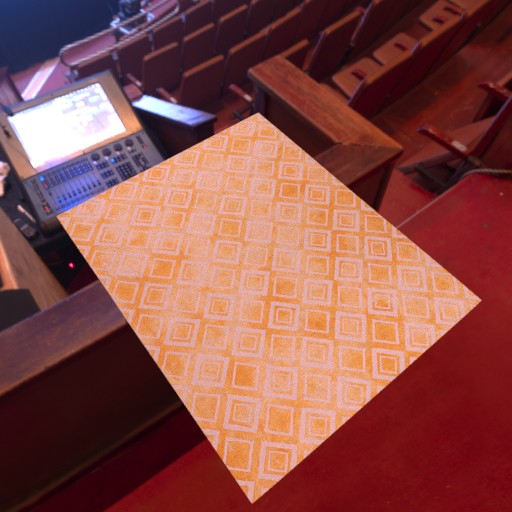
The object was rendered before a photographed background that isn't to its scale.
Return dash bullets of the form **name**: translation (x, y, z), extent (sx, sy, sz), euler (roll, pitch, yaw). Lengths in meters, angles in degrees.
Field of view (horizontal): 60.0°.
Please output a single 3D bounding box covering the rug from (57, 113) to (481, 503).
- **rug**: translation (0.000, 0.000, 3.957), extent (2.433, 0.011, 3.037), euler (-33, 63, -20)
